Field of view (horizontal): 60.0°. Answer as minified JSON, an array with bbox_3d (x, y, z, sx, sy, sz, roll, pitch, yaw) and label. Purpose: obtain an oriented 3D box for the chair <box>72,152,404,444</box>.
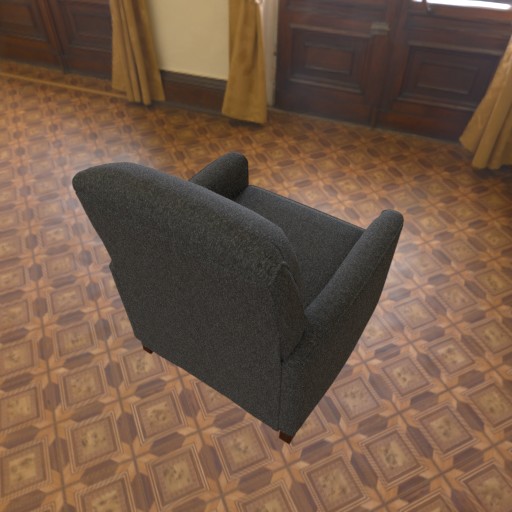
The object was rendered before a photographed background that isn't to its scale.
[{"bbox_3d":[0.000,0.000,1.627,0.839,1.016,0.850,25,50,23],"label":"chair"}]
